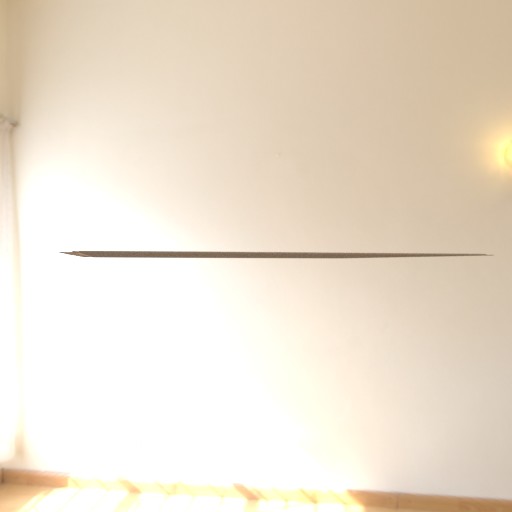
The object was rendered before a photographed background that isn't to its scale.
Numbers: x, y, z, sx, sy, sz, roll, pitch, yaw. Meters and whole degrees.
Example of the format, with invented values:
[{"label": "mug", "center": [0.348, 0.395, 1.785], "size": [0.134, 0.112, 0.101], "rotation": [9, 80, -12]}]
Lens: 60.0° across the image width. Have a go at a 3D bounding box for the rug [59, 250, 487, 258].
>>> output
[{"label": "rug", "center": [0.000, 0.000, 3.830], "size": [2.910, 0.013, 2.256], "rotation": [0, -1, -18]}]
